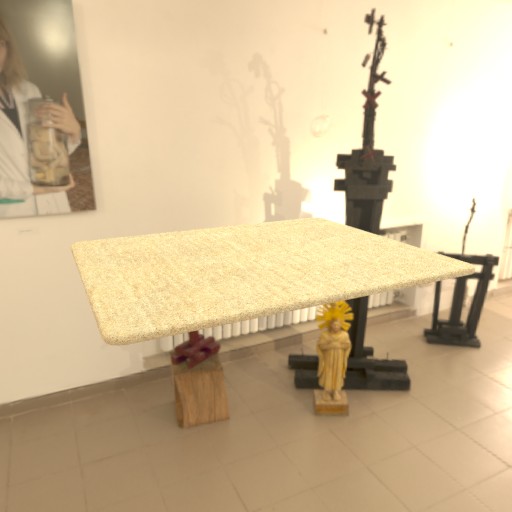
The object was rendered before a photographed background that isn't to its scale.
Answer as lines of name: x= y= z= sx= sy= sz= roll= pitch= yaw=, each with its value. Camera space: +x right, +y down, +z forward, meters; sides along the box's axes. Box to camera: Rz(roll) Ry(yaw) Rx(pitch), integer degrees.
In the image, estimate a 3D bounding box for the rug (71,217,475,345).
rug: x=0.000 y=0.000 z=3.425 sx=2.528 sy=0.048 sz=2.009 roll=-8 pitch=18 yaw=-25
